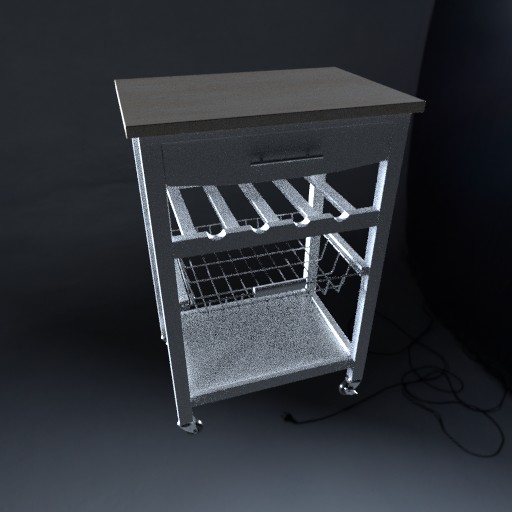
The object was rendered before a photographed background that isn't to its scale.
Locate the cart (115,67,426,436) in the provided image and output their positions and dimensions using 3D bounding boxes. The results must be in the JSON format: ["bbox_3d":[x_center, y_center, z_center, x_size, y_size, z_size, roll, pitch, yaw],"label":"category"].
[{"bbox_3d":[0.000,0.000,1.193,0.578,0.857,0.406,-10,34,-15],"label":"cart"}]
